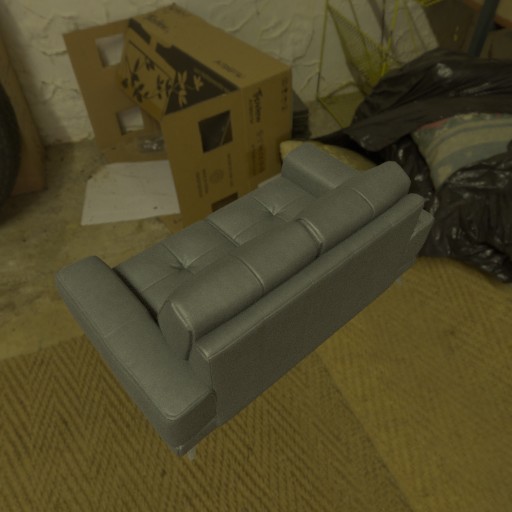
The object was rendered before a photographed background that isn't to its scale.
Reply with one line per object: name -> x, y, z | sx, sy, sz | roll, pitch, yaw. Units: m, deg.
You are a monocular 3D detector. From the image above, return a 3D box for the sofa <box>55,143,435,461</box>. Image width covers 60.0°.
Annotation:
sofa -> 0.000, 0.000, 2.353 | 1.806, 0.907, 1.018 | -33, 55, -27
